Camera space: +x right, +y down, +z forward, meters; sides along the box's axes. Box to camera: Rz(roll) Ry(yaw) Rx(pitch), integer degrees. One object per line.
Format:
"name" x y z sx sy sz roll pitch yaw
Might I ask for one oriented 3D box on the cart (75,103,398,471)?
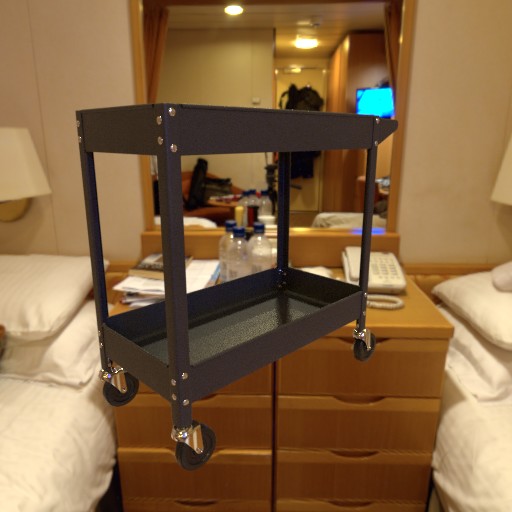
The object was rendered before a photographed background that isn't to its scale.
"cart" 0.000 0.000 1.175 0.779 0.719 0.366 -15 21 -43
